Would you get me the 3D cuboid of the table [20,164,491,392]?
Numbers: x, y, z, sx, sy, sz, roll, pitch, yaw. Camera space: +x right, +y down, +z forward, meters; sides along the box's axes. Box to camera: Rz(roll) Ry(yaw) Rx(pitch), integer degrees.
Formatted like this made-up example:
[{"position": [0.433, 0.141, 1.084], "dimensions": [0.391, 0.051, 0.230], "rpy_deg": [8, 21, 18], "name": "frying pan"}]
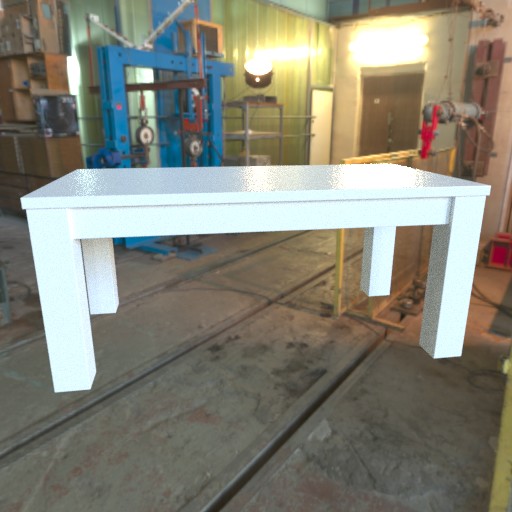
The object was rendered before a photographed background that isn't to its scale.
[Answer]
[{"position": [0.000, 0.000, 2.213], "dimensions": [1.800, 0.790, 0.900], "rpy_deg": [-3, 18, -9], "name": "table"}]
